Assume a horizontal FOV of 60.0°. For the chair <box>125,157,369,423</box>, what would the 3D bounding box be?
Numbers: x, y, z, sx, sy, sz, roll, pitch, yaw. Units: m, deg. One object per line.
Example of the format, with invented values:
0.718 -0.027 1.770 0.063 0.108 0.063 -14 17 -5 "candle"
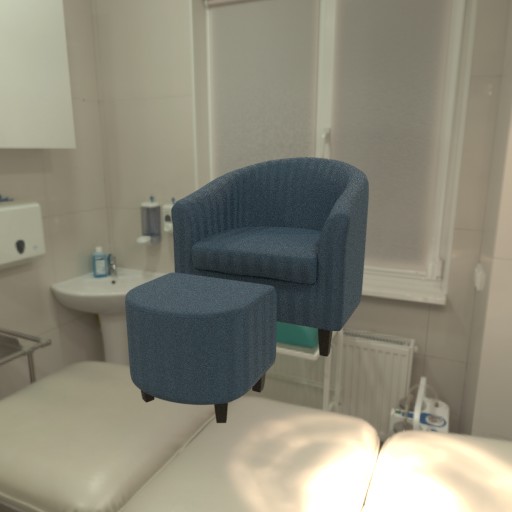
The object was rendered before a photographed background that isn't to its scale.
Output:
0.000 0.000 1.778 0.756 0.757 1.288 6 15 24 "chair"
